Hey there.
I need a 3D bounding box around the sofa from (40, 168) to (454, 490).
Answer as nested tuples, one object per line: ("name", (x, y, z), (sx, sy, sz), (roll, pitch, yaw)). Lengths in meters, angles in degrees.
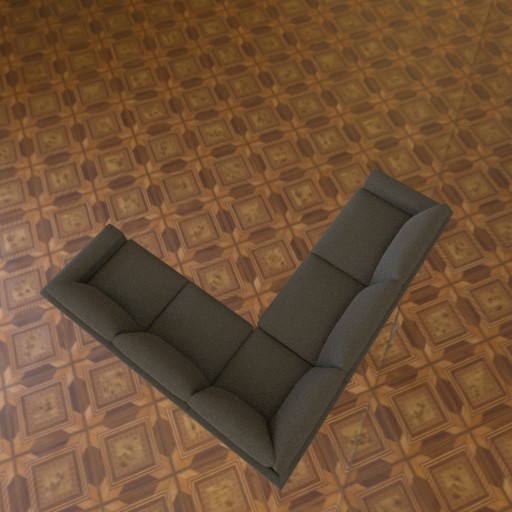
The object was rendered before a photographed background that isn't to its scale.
("sofa", (0.000, 0.000, 4.667), (2.895, 0.965, 3.277), (33, 68, 15))
